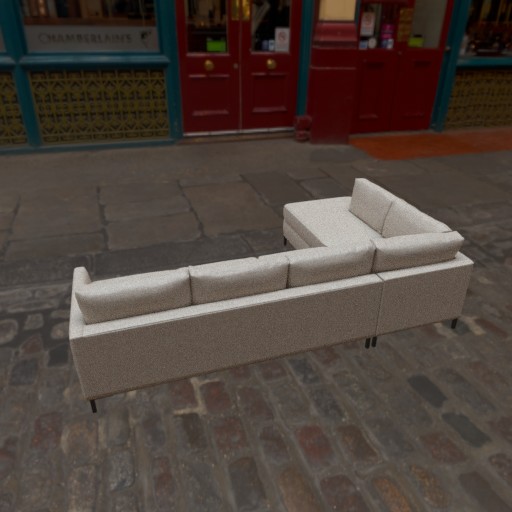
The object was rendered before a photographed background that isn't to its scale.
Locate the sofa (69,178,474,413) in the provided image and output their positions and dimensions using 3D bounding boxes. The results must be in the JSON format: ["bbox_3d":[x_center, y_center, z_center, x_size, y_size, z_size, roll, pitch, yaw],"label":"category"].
[{"bbox_3d":[0.000,0.000,3.182,2.423,0.703,1.617,-9,29,-16],"label":"sofa"}]
